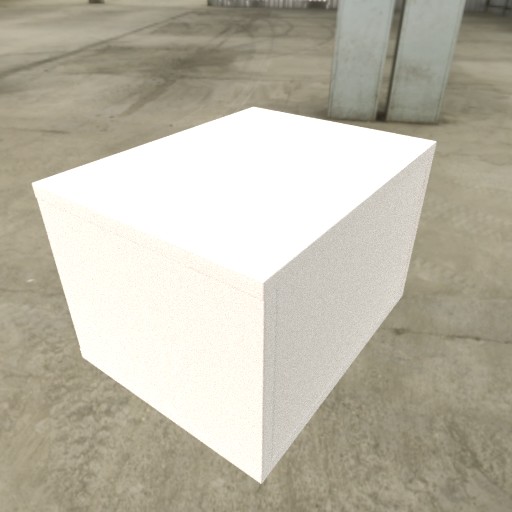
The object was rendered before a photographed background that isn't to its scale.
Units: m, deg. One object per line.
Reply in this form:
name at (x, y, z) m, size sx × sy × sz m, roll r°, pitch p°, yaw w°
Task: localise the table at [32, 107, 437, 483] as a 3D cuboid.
table at (0.000, 0.000, 0.789) m, size 0.399 × 0.357 × 0.517 m, roll 22°, pitch 38°, yaw 30°
